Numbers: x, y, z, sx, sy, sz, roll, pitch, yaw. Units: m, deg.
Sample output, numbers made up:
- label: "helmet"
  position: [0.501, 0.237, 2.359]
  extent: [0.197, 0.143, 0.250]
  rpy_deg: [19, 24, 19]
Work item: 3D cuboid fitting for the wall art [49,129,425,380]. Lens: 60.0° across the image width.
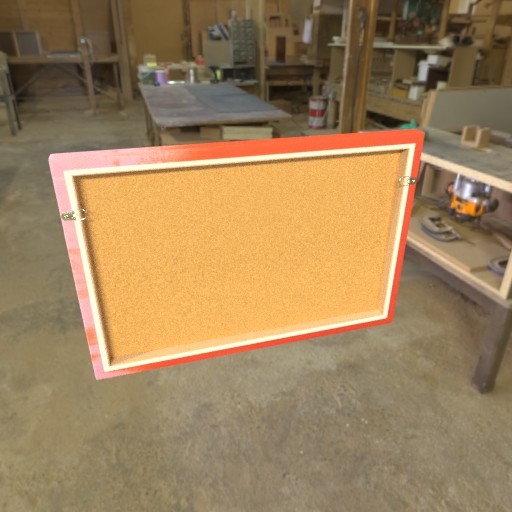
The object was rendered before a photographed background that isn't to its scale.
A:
- label: "wall art"
  position: [0.000, 0.000, 1.190]
  extent: [0.913, 0.609, 0.040]
  rpy_deg: [-8, 28, -15]
